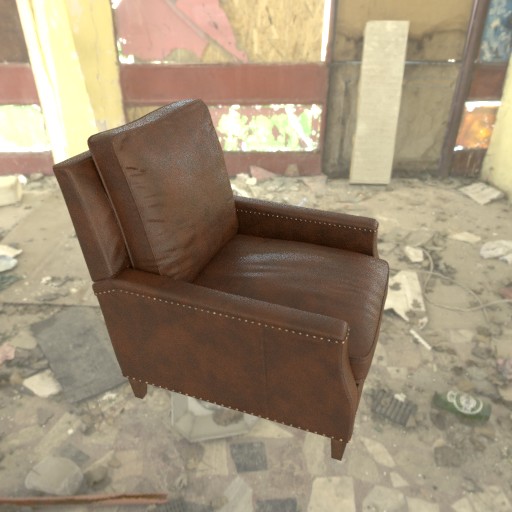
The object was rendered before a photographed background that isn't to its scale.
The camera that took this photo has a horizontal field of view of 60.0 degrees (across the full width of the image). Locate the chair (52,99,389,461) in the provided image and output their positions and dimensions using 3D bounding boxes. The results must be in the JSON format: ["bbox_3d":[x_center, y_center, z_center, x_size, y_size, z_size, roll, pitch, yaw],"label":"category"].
[{"bbox_3d":[0.000,0.000,1.763,1.035,1.054,0.854,10,32,17],"label":"chair"}]
